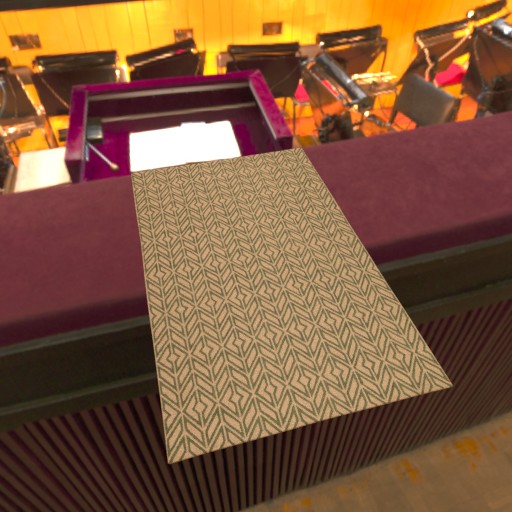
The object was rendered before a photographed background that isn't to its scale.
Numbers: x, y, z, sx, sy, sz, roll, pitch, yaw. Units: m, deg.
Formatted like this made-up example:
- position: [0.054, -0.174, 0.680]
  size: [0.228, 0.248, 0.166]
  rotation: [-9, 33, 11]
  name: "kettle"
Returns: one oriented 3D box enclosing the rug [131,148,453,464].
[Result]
- position: [0.000, 0.000, 3.047]
  size: [1.517, 0.011, 2.435]
  rotation: [-11, 46, -11]
  name: "rug"
